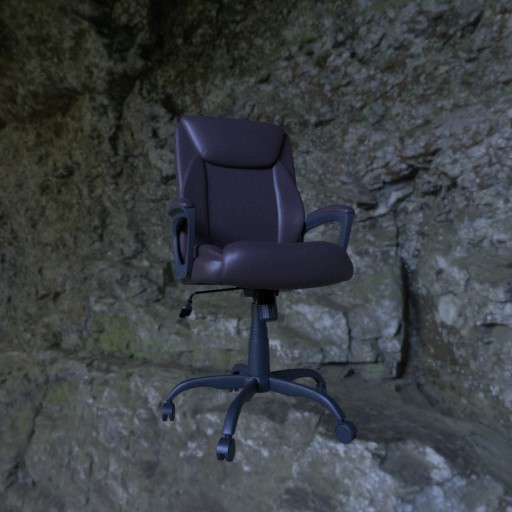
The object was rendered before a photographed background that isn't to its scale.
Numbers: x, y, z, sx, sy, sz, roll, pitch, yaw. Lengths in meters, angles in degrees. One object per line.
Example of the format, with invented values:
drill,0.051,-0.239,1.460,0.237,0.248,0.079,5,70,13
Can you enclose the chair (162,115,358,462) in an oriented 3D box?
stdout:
chair,0.000,0.000,1.488,0.615,1.072,0.655,0,0,-19
